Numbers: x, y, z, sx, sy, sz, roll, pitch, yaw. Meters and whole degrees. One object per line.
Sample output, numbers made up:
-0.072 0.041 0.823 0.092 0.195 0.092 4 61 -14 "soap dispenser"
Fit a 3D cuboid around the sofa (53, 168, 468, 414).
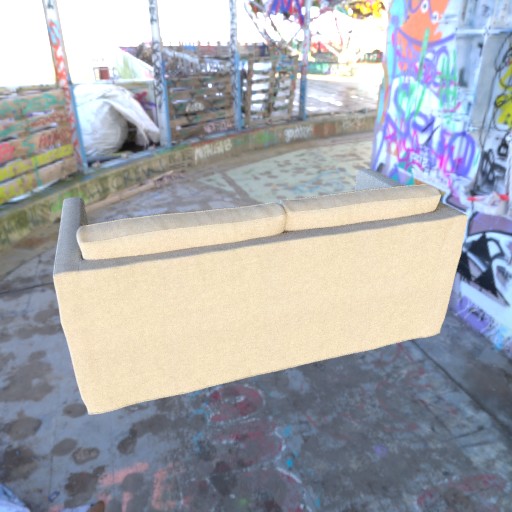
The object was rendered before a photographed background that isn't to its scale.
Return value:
0.000 0.000 2.446 1.959 0.835 0.962 -9 28 -17 "sofa"
